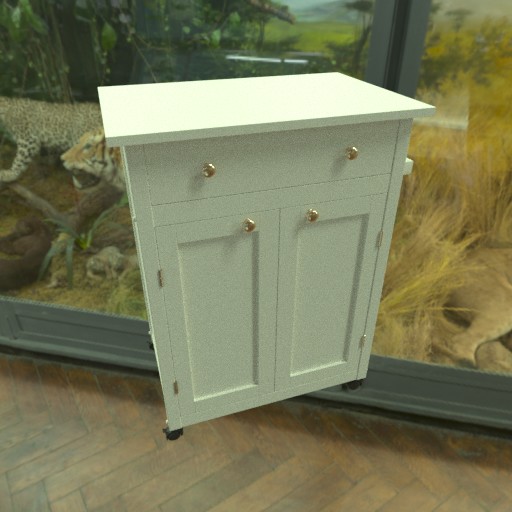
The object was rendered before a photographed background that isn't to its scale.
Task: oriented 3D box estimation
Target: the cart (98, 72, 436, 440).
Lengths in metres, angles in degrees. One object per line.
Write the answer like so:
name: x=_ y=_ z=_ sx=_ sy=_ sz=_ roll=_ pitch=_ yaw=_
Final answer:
cart: x=0.000 y=0.000 z=1.244 sx=0.683 sy=0.864 sz=0.442 roll=-10 pitch=33 yaw=-16
